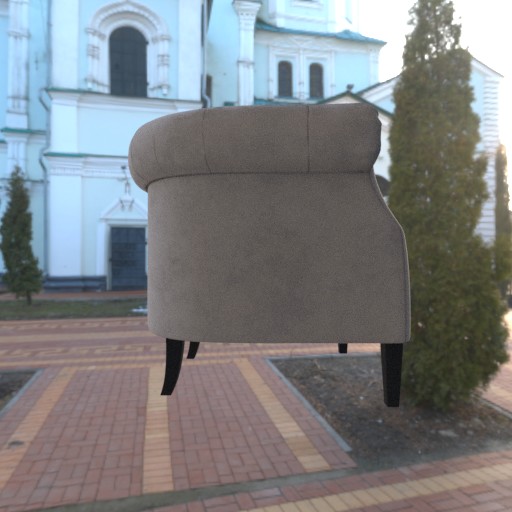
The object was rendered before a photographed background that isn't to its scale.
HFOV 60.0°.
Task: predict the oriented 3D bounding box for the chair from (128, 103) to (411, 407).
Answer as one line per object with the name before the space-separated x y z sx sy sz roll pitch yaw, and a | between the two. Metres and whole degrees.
chair | 0.000 0.000 1.566 0.851 0.826 0.904 0 -1 0
